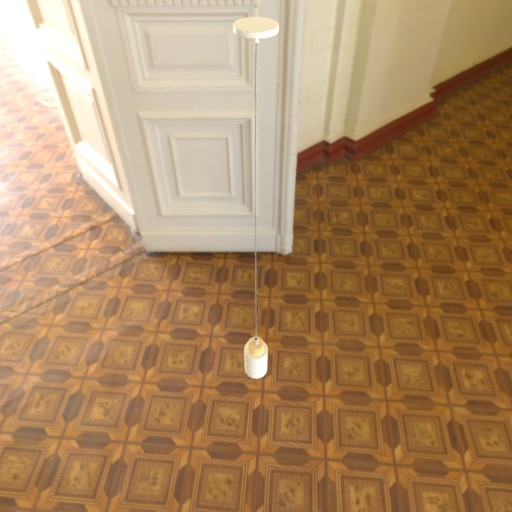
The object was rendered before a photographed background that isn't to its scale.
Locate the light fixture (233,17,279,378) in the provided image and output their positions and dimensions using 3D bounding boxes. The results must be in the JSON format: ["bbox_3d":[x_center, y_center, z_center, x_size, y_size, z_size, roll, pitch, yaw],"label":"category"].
[{"bbox_3d":[0.000,0.000,1.847,0.125,1.798,0.125,3,45,3],"label":"light fixture"}]
